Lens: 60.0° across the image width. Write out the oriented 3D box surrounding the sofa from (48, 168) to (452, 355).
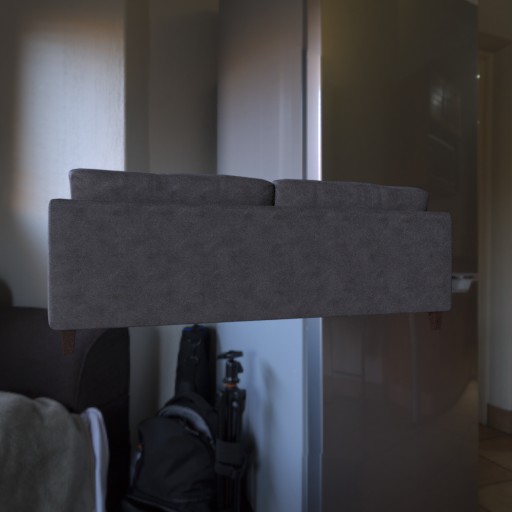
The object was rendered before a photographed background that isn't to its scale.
[{"bbox_3d":[0.000,0.000,2.949,2.434,0.965,0.951,0,0,-18],"label":"sofa"}]
